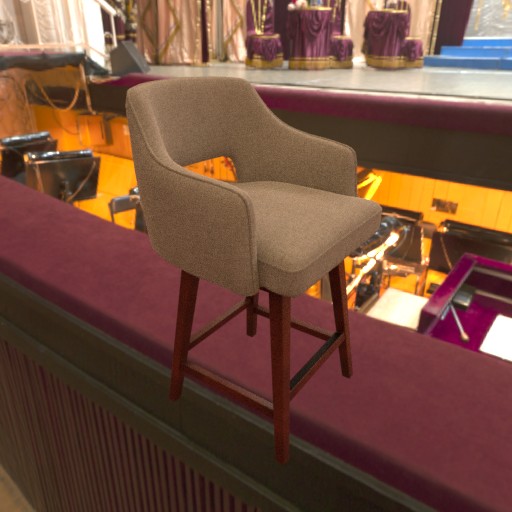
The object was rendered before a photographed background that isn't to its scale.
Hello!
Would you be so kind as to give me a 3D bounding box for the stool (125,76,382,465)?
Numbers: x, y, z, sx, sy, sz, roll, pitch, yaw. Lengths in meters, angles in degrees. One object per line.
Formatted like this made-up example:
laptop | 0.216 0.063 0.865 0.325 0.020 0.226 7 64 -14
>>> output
stool | 0.000 0.000 1.290 0.558 0.944 0.599 17 31 31
